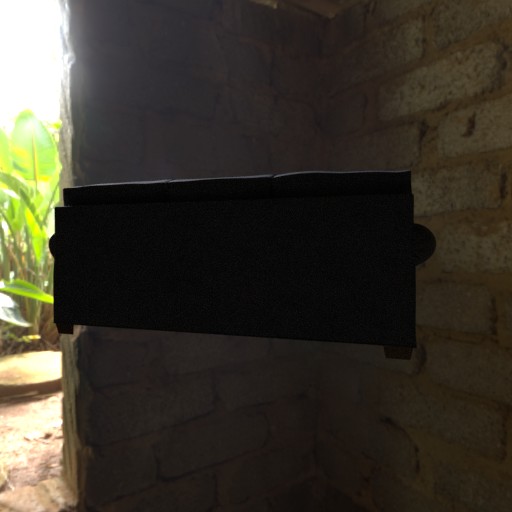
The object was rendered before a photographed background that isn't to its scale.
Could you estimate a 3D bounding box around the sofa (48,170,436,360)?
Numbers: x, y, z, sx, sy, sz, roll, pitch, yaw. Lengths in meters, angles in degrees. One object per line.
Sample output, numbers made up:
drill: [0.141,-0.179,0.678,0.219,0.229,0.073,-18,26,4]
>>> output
sofa: [0.000,0.000,3.519,2.567,1.063,1.780,0,1,18]
